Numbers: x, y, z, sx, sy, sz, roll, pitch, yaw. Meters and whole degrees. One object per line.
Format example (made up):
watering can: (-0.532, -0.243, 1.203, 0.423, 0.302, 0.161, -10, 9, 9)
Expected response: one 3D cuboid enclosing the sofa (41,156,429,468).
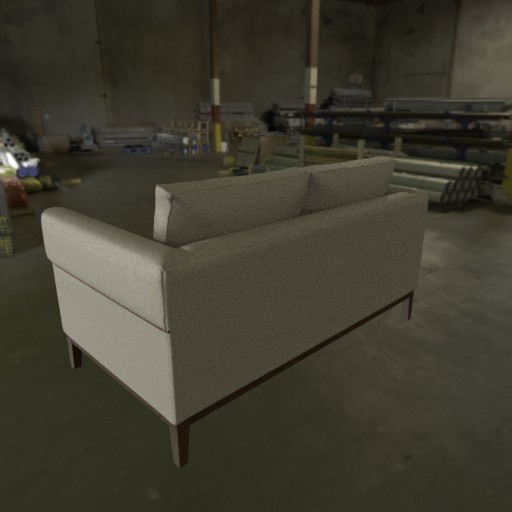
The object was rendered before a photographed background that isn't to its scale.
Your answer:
sofa: (0.000, 0.000, 2.078, 1.598, 0.873, 0.899, -17, 25, -42)
